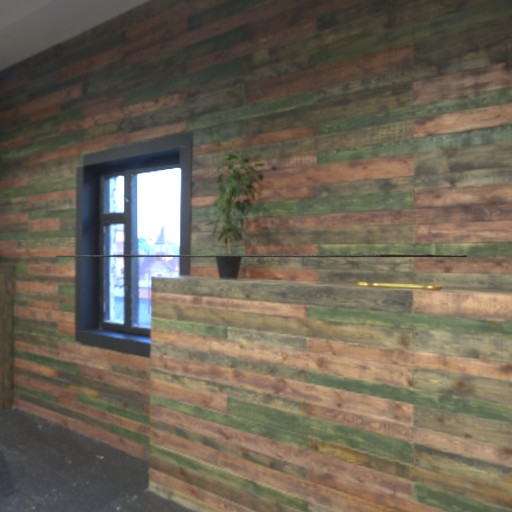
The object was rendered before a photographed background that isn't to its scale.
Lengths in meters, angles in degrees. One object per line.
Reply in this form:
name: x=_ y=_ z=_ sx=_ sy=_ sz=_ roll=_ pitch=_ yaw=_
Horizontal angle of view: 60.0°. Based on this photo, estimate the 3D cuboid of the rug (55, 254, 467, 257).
rug: x=0.000 y=0.000 z=2.338 sx=1.820 sy=0.012 sz=1.207 roll=0 pitch=0 yaw=37
